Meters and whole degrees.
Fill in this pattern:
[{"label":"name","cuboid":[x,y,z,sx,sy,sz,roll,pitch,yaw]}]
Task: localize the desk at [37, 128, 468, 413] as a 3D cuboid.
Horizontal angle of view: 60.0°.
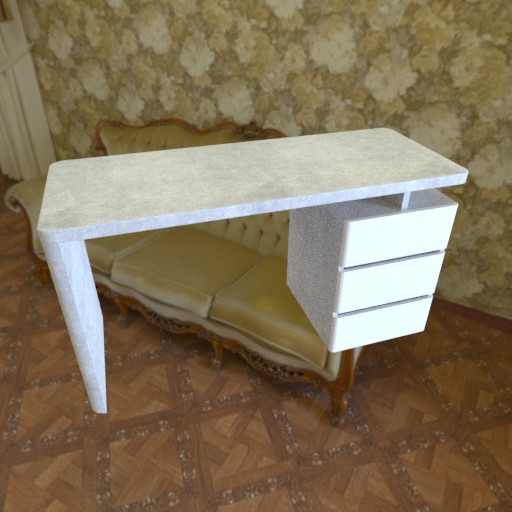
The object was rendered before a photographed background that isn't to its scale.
[{"label":"desk","cuboid":[0.000,0.000,1.775,1.400,0.755,0.550,-10,34,-15]}]
